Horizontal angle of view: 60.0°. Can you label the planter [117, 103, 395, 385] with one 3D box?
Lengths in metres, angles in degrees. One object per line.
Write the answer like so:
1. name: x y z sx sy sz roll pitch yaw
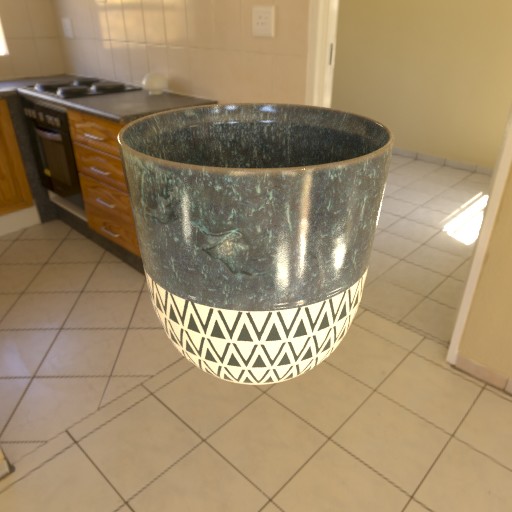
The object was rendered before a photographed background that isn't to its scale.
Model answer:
1. planter: 0.000 0.000 0.374 0.195 0.214 0.195 0 29 0
